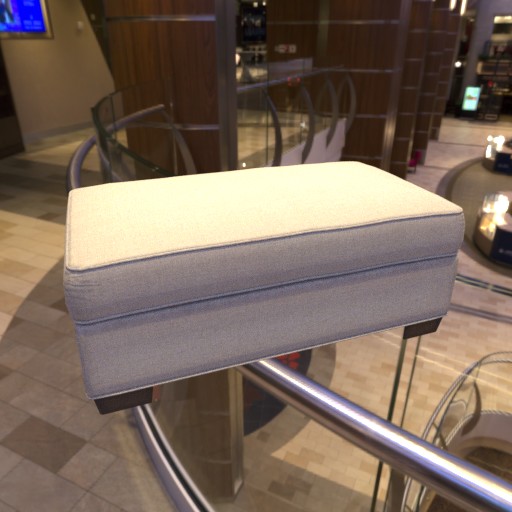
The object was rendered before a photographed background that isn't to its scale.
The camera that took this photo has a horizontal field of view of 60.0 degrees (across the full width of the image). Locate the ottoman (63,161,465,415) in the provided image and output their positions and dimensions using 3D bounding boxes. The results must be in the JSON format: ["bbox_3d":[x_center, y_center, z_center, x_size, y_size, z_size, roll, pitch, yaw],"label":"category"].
[{"bbox_3d":[0.000,0.000,1.426,1.097,0.461,0.617,-9,28,-18],"label":"ottoman"}]
